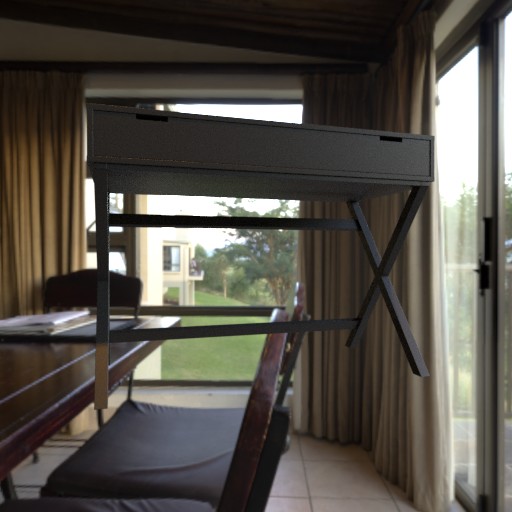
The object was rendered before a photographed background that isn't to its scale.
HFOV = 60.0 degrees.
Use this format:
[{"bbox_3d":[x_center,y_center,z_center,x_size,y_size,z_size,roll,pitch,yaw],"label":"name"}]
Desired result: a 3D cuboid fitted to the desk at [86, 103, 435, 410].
[{"bbox_3d":[0.000,0.000,1.523,1.057,0.780,0.504,0,0,-17],"label":"desk"}]
